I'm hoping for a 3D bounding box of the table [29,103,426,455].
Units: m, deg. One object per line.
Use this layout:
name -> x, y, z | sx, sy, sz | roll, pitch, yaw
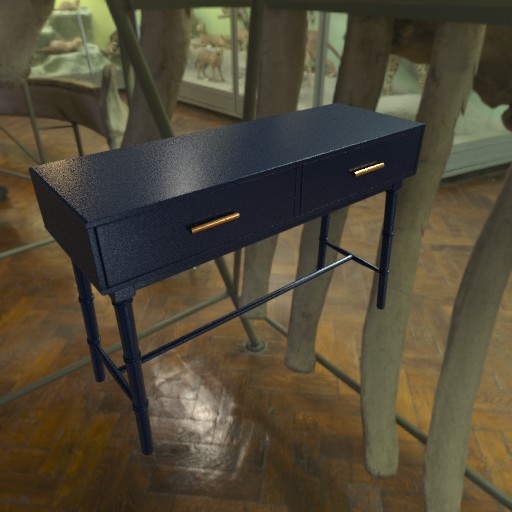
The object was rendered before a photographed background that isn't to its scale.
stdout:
table -> 0.000, 0.000, 1.449 | 1.118, 0.749, 0.399 | -23, 38, -32
